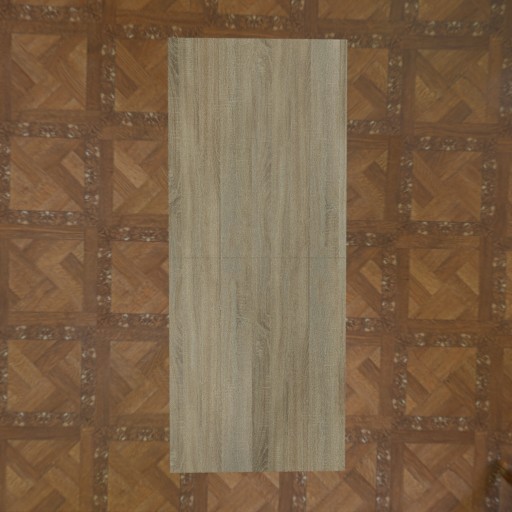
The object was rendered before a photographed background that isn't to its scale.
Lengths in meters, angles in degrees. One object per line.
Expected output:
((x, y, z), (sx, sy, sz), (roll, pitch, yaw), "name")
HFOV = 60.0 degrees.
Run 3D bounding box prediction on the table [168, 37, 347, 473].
((0.000, 0.000, 2.645), (0.900, 0.790, 2.200), (0, 92, -1), "table")
